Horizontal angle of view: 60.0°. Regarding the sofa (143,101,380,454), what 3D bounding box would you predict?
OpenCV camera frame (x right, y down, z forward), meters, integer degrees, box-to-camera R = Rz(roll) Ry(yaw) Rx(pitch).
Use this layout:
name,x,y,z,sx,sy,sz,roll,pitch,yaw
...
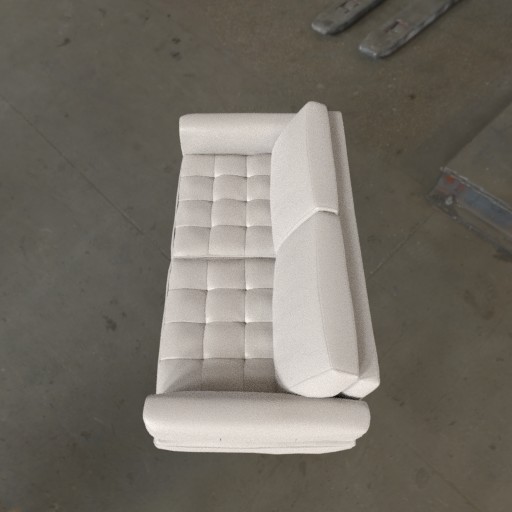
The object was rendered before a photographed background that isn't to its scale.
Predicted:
name,x,y,z,sx,sy,sz,roll,pitch,yaw
sofa,0.000,0.000,2.713,1.121,0.930,2.177,0,59,0
